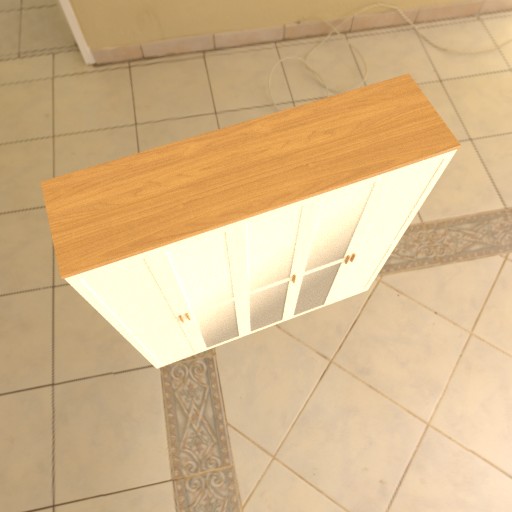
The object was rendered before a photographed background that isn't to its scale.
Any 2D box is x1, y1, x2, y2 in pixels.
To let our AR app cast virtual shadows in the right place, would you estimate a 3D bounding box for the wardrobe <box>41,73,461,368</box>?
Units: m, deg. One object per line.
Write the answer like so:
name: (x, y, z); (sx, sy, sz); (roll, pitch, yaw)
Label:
wardrobe: (0.000, 0.000, 3.359); (2.160, 2.260, 0.590); (-19, 66, -9)
